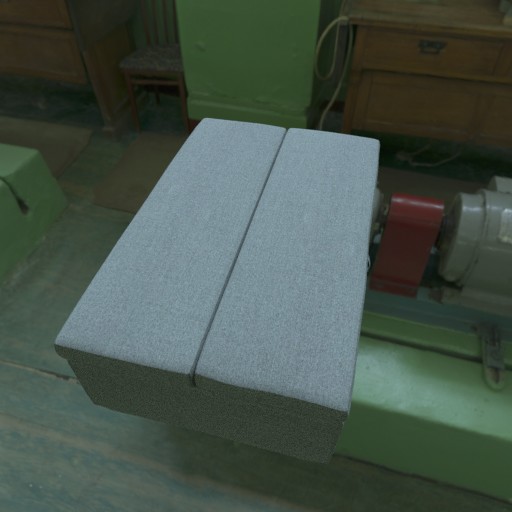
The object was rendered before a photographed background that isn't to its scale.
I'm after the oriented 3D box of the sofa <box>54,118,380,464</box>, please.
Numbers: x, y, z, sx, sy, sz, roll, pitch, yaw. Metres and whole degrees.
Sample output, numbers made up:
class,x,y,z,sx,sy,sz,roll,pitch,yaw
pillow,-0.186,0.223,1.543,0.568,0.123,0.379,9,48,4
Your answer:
class,x,y,z,sx,sy,sz,roll,pitch,yaw
sofa,0.000,0.000,1.649,0.817,0.434,1.250,10,47,10
